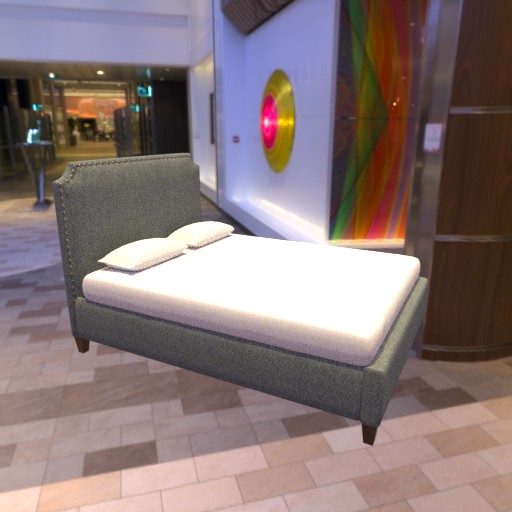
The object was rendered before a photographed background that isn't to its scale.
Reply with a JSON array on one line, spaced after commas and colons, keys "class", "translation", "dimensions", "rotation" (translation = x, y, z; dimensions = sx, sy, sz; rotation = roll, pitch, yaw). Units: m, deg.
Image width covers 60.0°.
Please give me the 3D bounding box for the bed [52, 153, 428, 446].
[{"class": "bed", "translation": [0.000, 0.000, 3.430], "dimensions": [2.372, 1.443, 1.712], "rotation": [8, 18, 27]}]
